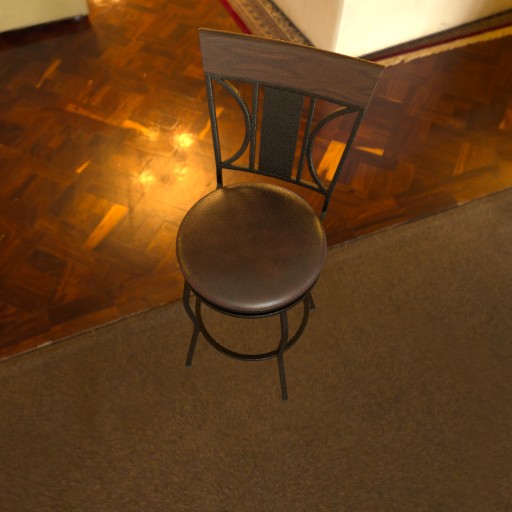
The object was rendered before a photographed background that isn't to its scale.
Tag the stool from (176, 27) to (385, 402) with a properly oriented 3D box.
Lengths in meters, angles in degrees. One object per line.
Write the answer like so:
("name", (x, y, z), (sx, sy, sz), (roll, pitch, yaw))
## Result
("stool", (0.000, 0.000, 1.385), (0.448, 1.130, 0.513), (16, 60, 10))
